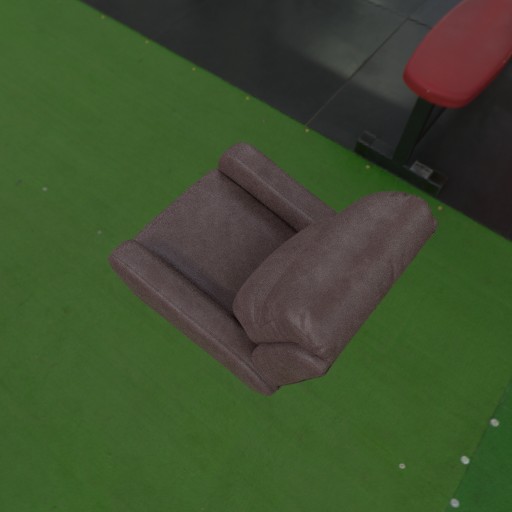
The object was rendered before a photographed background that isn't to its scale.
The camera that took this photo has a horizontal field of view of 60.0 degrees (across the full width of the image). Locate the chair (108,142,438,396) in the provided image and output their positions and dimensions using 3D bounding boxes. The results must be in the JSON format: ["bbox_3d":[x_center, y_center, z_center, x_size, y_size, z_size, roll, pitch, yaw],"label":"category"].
[{"bbox_3d":[0.000,0.000,1.884,1.067,1.067,0.865,37,68,18],"label":"chair"}]
